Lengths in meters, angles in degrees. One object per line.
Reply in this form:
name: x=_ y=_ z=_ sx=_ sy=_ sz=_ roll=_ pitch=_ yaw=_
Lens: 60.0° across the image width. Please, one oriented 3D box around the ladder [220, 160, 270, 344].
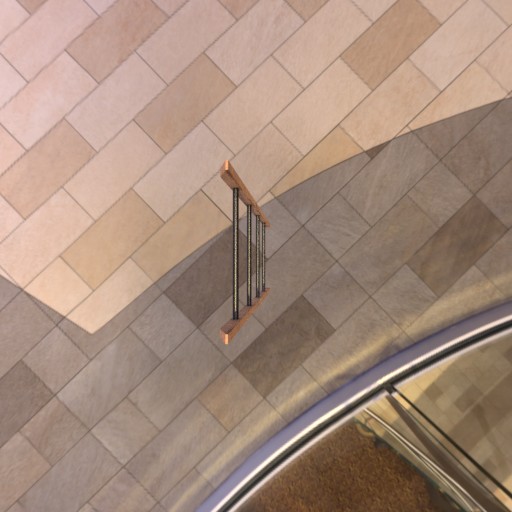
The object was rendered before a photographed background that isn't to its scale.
ladder: x=0.000 y=0.000 z=1.950 sx=0.200 sy=1.805 sz=0.442 roll=0 pitch=89 yaw=-1
